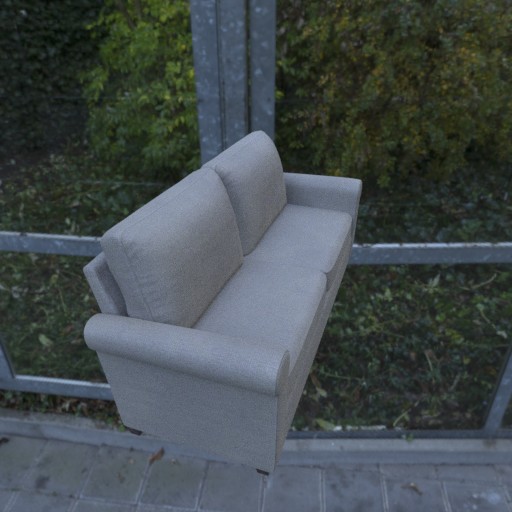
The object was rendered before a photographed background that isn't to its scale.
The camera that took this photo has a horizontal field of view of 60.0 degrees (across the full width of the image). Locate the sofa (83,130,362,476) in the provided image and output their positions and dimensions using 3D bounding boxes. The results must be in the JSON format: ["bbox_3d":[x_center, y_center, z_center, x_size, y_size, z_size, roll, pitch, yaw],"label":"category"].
[{"bbox_3d":[0.000,0.000,2.388,0.842,0.942,1.935,10,31,17],"label":"sofa"}]
